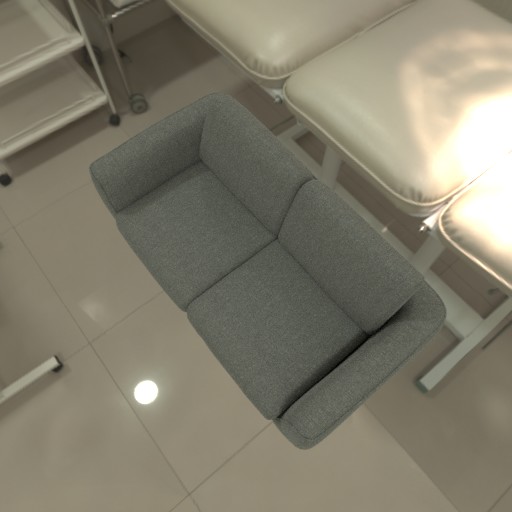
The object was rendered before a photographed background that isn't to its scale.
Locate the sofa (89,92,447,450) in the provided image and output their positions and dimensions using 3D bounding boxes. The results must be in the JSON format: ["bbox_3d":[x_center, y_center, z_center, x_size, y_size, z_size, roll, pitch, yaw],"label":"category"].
[{"bbox_3d":[0.000,0.000,2.229,0.920,0.870,1.700,-36,69,-16],"label":"sofa"}]
